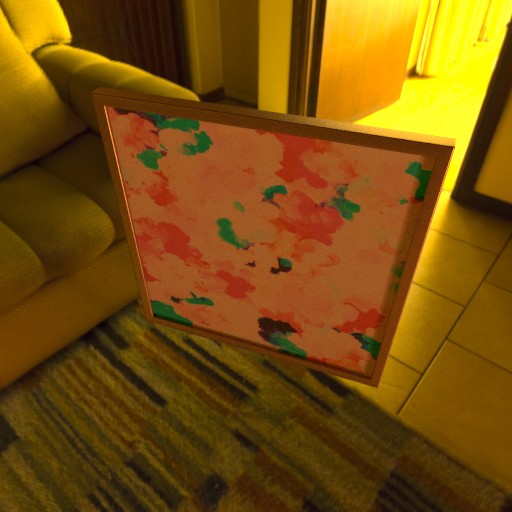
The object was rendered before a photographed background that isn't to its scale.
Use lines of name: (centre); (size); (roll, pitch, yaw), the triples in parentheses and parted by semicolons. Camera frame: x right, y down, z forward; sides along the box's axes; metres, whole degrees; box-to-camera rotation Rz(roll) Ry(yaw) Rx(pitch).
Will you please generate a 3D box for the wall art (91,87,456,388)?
wall art: (0.000, 0.000, 1.148); (0.767, 0.765, 0.036); (13, 43, 15)
